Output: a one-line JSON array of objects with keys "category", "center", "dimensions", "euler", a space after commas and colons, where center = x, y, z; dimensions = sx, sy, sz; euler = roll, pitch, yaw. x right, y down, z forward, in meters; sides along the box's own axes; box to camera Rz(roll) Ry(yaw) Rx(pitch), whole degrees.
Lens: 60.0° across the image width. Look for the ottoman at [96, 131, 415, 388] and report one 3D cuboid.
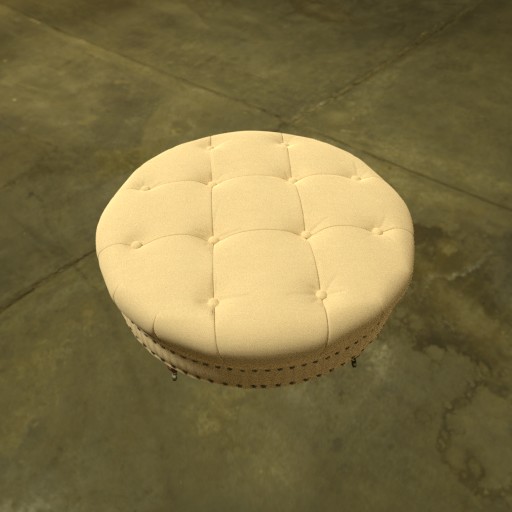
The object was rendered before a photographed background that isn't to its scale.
[{"category": "ottoman", "center": [0.000, 0.000, 1.361], "dimensions": [0.901, 0.439, 0.901], "euler": [0, 45, 0]}]
